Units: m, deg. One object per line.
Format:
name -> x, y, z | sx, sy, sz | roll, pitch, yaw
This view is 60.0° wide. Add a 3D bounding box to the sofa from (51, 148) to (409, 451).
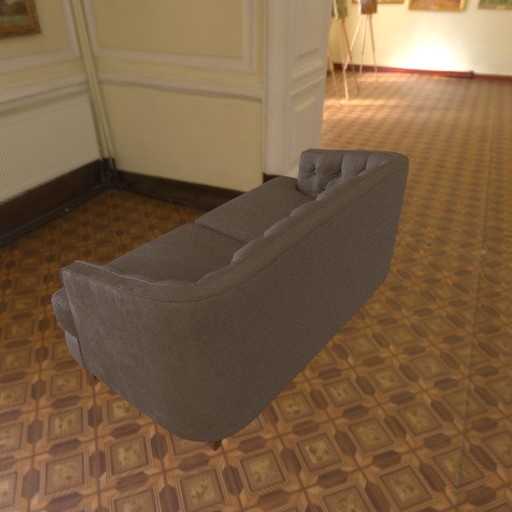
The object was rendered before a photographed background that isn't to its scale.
sofa -> 0.000, 0.000, 2.227 | 0.941, 0.855, 1.733 | 23, 39, 32
